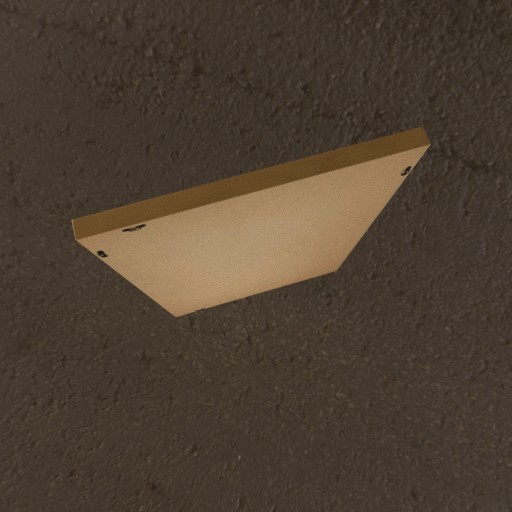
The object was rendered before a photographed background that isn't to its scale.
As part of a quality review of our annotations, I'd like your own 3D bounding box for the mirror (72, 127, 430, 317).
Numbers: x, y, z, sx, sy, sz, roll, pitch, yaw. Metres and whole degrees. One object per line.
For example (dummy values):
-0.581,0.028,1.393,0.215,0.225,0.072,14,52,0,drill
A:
0.000,0.000,1.175,0.609,0.915,0.041,-16,75,-4,mirror
